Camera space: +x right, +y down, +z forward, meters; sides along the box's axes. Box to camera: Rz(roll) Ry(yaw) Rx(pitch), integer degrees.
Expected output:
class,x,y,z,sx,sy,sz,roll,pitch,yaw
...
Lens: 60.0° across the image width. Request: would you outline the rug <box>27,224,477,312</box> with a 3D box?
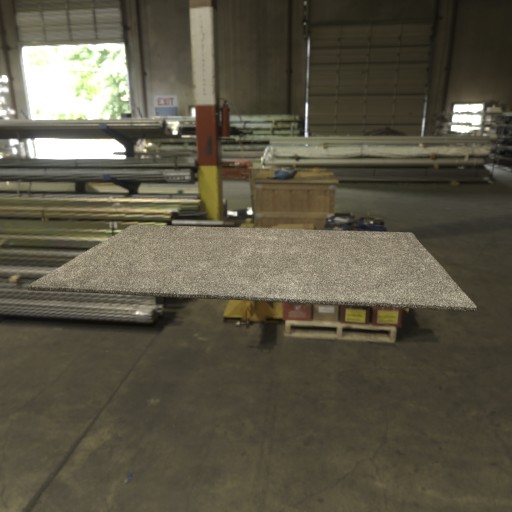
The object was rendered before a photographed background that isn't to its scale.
class,x,y,z,sx,sy,sz,roll,pitch,yaw
rug,0.000,0.000,2.991,2.350,0.025,1.502,2,17,7
